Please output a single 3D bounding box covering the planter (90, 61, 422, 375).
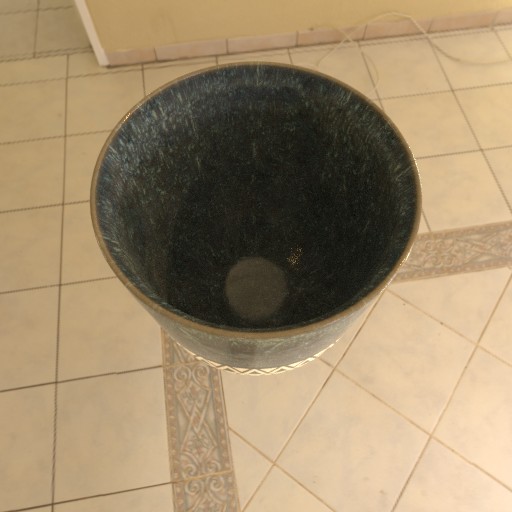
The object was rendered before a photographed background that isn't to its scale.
[{"bbox_3d":[0.000,0.000,0.358,0.195,0.214,0.195,0,64,0],"label":"planter"}]
